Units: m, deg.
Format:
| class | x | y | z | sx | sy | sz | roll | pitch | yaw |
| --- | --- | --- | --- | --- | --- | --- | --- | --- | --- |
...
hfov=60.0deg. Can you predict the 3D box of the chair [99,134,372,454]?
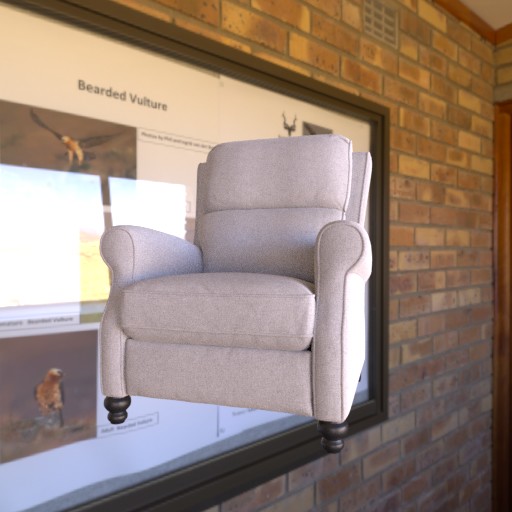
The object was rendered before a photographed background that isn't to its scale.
| class | x | y | z | sx | sy | sz | roll | pitch | yaw |
| --- | --- | --- | --- | --- | --- | --- | --- | --- | --- |
| chair | 0.000 | 0.000 | 1.666 | 0.859 | 1.046 | 0.919 | 0 | 0 | 17 |
